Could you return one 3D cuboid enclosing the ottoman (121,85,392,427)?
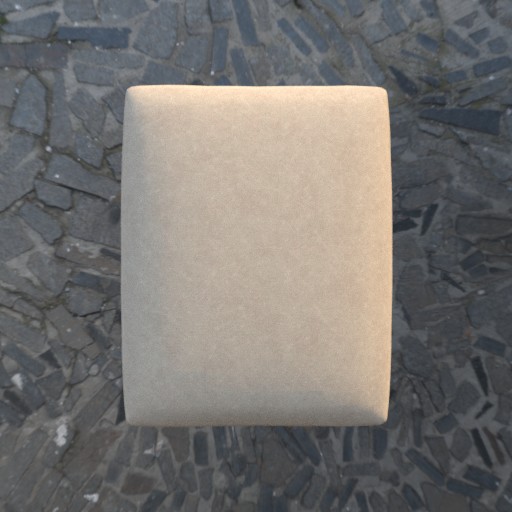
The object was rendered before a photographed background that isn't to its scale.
[{"bbox_3d":[0.000,0.000,1.130,0.584,0.513,0.741,0,90,-1],"label":"ottoman"}]
